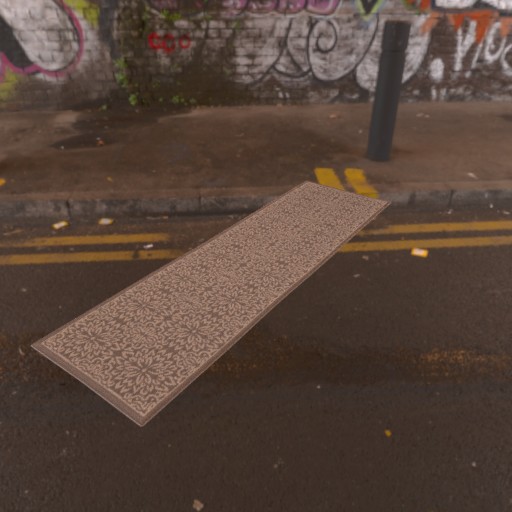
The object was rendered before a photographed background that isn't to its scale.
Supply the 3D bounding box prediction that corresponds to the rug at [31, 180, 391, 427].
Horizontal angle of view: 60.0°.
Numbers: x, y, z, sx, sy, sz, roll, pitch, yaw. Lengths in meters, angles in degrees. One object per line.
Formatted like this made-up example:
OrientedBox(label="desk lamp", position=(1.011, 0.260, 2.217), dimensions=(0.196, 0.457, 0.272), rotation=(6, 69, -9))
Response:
OrientedBox(label="rug", position=(0.000, 0.000, 2.384), dimensions=(0.662, 0.011, 2.196), rotation=(21, 37, 30))
